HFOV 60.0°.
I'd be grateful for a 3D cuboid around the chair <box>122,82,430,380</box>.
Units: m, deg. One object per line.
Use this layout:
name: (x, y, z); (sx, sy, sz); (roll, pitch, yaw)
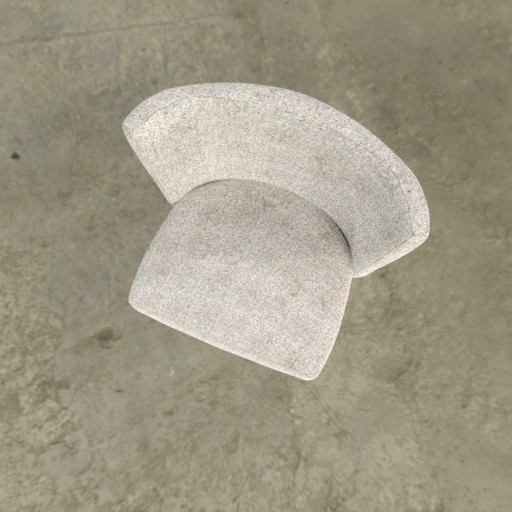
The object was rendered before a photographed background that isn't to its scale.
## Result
chair: (0.000, 0.000, 1.316); (0.728, 0.827, 0.575); (21, 75, 6)
